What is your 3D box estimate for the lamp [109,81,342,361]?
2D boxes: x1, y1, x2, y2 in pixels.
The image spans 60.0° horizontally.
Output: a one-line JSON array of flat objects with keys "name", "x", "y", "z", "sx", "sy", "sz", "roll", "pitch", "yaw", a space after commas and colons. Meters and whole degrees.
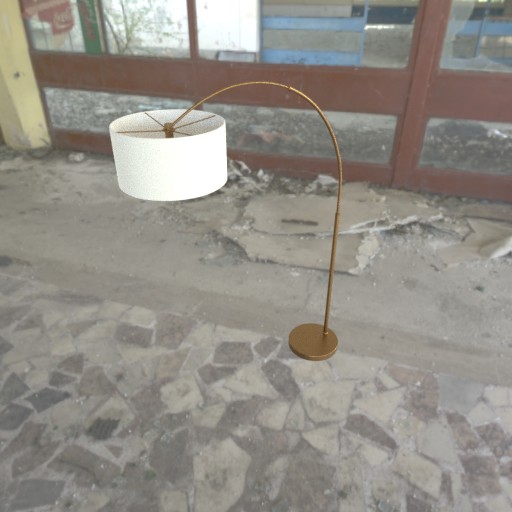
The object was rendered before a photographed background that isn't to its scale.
[{"name": "lamp", "x": 0.000, "y": 0.000, "z": 2.589, "sx": 1.434, "sy": 1.927, "sz": 0.493, "roll": -21, "pitch": 37, "yaw": -30}]
